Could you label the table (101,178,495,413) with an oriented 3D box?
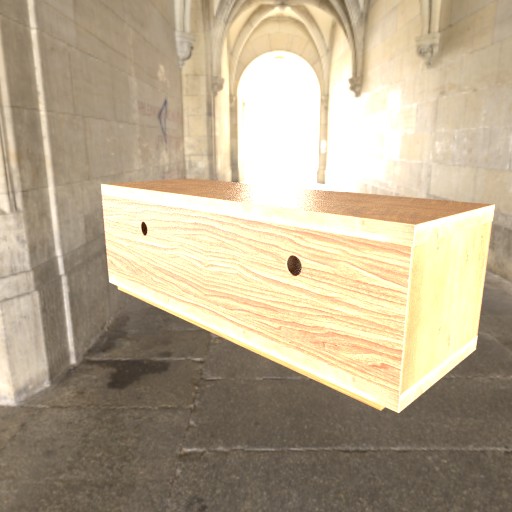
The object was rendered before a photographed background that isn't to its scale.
[{"bbox_3d":[0.000,0.000,1.713,0.499,0.491,1.499,-13,19,-43],"label":"table"}]
